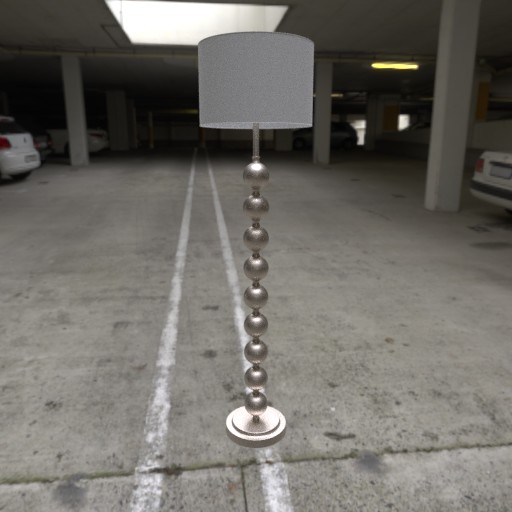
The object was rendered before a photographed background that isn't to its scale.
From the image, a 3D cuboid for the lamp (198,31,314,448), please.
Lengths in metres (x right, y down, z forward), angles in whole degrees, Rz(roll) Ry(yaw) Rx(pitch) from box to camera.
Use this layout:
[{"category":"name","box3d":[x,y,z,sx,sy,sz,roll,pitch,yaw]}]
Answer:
[{"category":"lamp","box3d":[0.000,0.000,1.672,0.394,1.474,0.394,-2,14,-7]}]
